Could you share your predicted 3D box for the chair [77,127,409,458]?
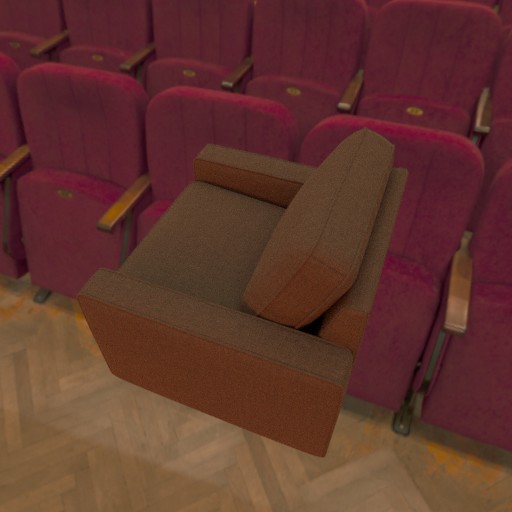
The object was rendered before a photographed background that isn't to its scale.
[{"bbox_3d":[0.000,0.000,1.749,0.940,0.919,1.017,16,48,15],"label":"chair"}]
